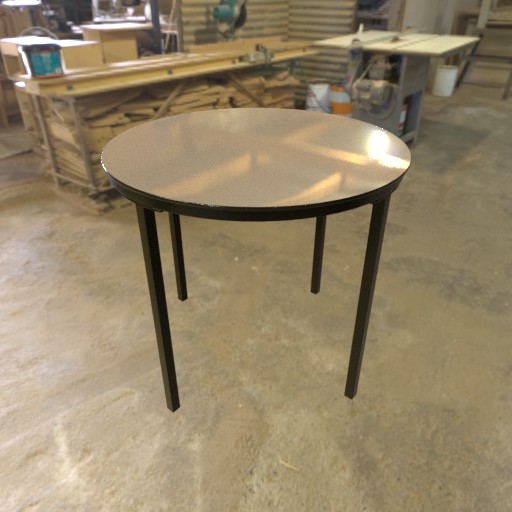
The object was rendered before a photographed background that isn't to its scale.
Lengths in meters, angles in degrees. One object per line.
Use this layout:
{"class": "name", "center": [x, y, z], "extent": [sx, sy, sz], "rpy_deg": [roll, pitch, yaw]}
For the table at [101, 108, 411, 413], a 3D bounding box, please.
{"class": "table", "center": [0.000, 0.000, 0.858], "extent": [0.499, 0.443, 0.499], "rpy_deg": [0, 32, 0]}
